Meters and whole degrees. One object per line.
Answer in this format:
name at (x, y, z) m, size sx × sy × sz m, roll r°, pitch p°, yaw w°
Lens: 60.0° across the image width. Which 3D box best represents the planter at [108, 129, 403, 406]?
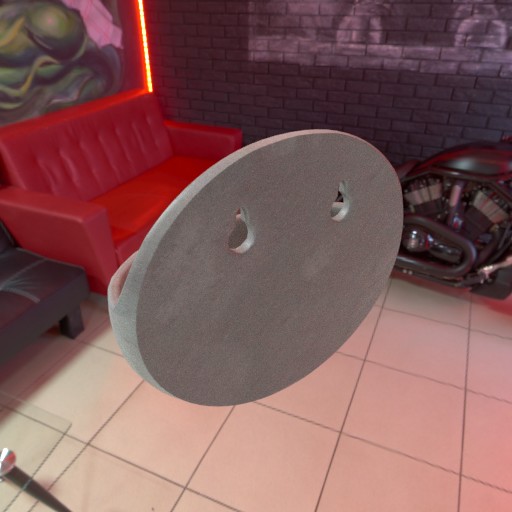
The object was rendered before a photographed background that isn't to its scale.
planter at (0.000, 0.000, 0.270) m, size 0.190 × 0.164 × 0.073 m, roll -19°, pitch 35°, yaw -28°
